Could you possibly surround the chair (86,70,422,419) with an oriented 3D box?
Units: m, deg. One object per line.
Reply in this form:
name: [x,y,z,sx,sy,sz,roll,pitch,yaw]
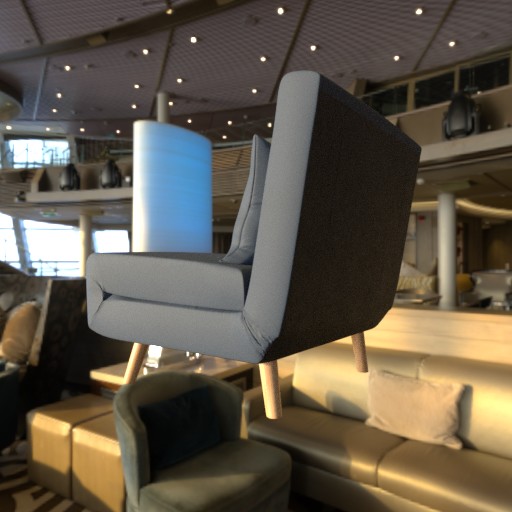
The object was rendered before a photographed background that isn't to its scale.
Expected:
chair: [0.000,0.000,1.485,0.900,0.808,0.770,-1,-1,36]
